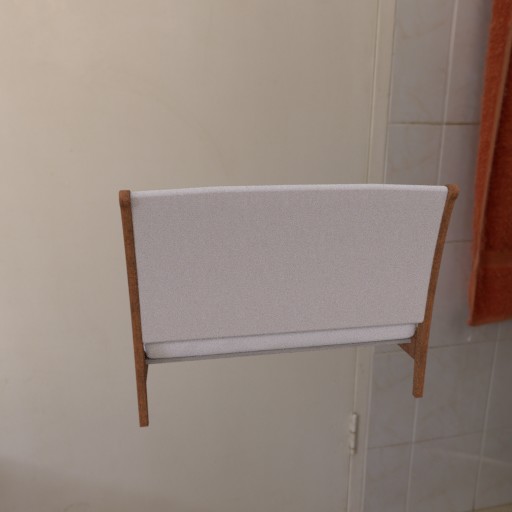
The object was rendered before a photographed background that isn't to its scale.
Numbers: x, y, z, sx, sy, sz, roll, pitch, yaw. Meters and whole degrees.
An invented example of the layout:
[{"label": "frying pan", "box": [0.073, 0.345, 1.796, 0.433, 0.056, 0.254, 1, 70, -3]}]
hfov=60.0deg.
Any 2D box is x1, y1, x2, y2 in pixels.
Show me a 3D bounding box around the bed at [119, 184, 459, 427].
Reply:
[{"label": "bed", "box": [0.000, 0.000, 2.976, 1.502, 1.135, 2.108, -3, 15, -10]}]
